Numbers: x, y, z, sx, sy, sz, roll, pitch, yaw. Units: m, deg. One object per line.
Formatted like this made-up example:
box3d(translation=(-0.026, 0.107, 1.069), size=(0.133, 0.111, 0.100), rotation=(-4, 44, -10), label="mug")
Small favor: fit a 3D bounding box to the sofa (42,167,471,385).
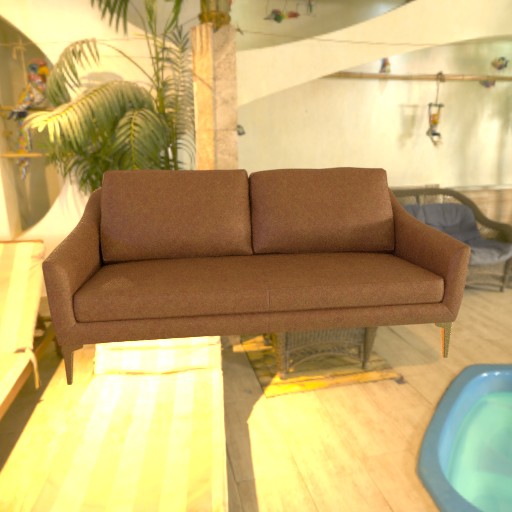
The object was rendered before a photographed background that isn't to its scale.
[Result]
box3d(translation=(0.000, 0.000, 2.538), size=(2.036, 0.945, 0.981), rotation=(-2, 16, -8), label="sofa")
